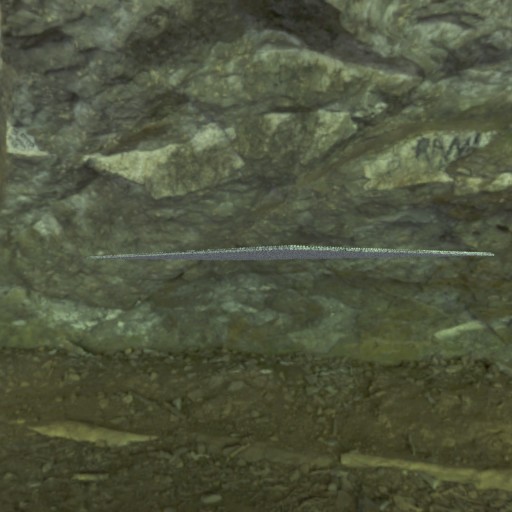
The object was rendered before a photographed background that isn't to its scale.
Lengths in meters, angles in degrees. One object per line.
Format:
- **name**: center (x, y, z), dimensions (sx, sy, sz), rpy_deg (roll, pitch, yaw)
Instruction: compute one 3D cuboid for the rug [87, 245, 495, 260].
- **rug**: center (0.000, 0.000, 3.016), dimensions (1.538, 0.021, 2.443), rpy_deg (1, -2, -37)
